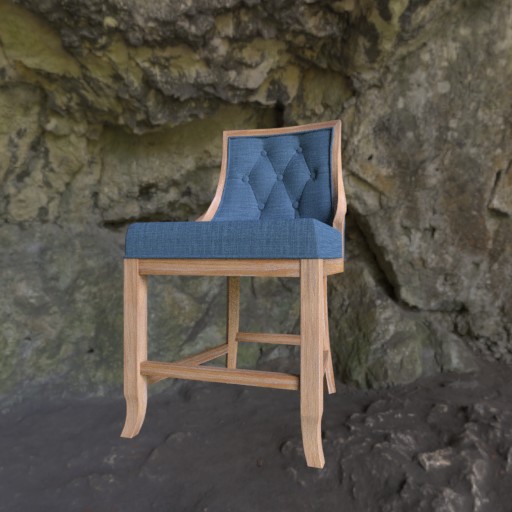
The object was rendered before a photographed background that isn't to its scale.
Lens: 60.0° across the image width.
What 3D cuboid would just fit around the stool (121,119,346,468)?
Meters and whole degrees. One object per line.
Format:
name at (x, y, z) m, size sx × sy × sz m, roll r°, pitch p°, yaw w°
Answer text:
stool at (0.000, 0.000, 1.351) m, size 0.524 × 0.938 × 0.626 m, roll 0°, pitch 0°, yaw 19°
